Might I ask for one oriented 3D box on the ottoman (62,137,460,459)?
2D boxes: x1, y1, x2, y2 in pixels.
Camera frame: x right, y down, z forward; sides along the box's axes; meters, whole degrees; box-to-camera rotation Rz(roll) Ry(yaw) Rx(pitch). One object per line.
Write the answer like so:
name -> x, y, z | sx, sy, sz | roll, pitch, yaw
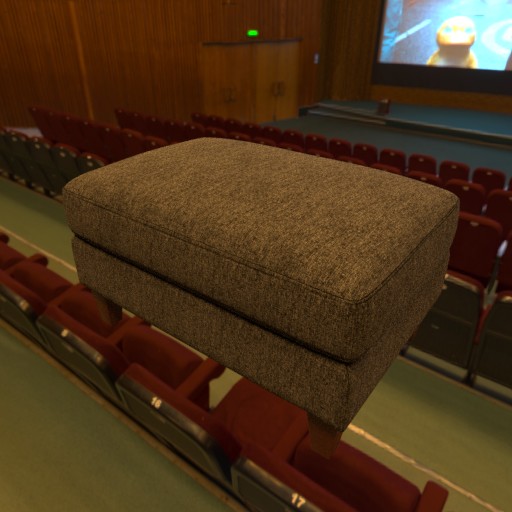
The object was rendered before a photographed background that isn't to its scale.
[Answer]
ottoman -> 0.000, 0.000, 1.183 | 0.864, 0.483, 0.584 | 21, 36, 32
